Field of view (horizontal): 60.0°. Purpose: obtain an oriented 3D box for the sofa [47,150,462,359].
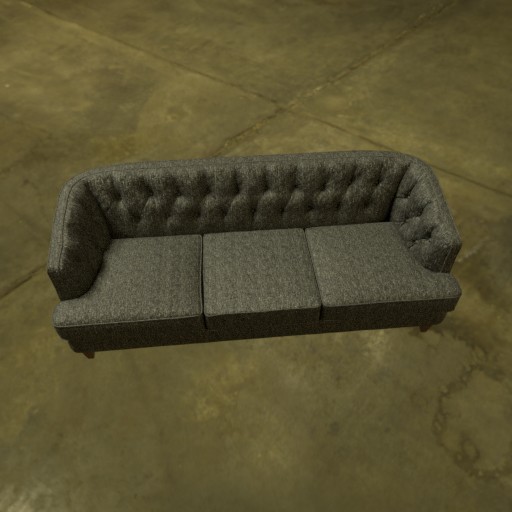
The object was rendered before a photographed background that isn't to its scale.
[{"bbox_3d":[0.000,0.000,2.740,2.278,0.855,0.941,-4,46,-4],"label":"sofa"}]
